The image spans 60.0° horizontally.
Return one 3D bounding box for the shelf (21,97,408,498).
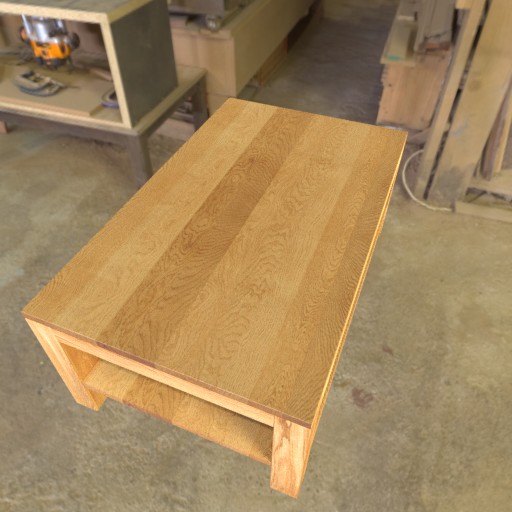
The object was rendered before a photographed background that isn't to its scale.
[{"bbox_3d":[0.000,0.000,1.459,0.700,0.450,1.150,16,48,15],"label":"shelf"}]
